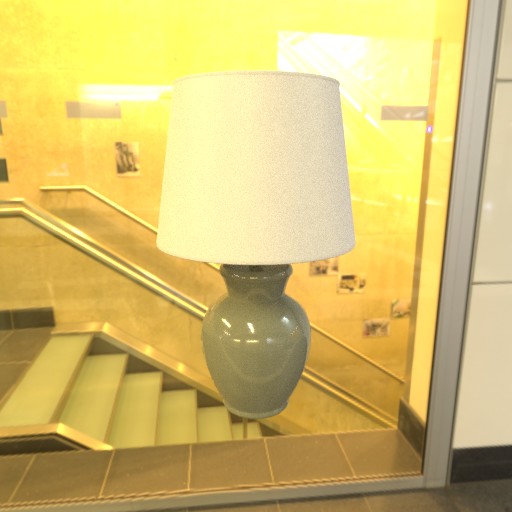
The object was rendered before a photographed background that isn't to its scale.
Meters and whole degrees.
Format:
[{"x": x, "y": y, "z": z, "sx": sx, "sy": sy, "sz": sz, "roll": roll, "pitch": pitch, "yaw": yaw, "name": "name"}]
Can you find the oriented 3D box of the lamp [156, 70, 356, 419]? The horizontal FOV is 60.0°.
[{"x": 0.000, "y": 0.000, "z": 0.549, "sx": 0.239, "sy": 0.399, "sz": 0.239, "roll": 0, "pitch": 13, "yaw": 0, "name": "lamp"}]
